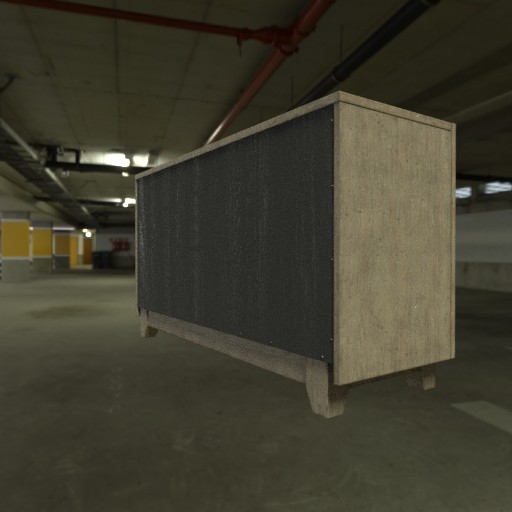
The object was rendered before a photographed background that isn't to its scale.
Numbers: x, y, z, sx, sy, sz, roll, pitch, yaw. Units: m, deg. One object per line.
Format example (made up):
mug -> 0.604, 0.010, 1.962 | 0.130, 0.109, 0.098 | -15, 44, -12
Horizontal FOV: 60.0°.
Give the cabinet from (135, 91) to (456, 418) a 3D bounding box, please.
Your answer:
cabinet -> 0.000, 0.000, 1.836 | 0.511, 0.825, 1.460 | 0, 1, -35
